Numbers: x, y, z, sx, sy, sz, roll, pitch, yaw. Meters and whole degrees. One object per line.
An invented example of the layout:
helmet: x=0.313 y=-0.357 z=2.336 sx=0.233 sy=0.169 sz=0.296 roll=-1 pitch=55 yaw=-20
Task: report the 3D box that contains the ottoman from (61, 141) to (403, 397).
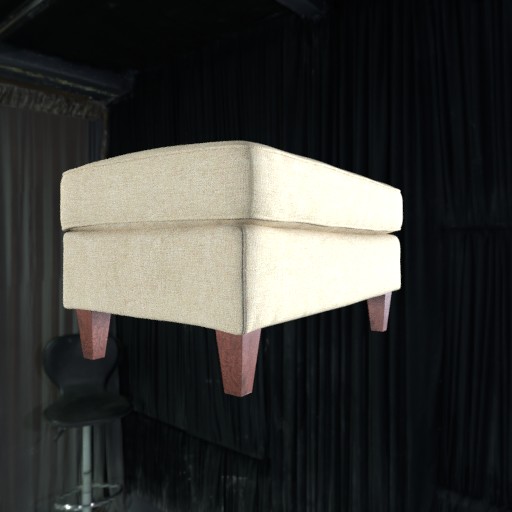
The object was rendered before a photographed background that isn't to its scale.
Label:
ottoman: x=0.000 y=0.000 z=1.243 sx=0.583 sy=0.484 sz=0.862 roll=1 pitch=2 yaw=35
